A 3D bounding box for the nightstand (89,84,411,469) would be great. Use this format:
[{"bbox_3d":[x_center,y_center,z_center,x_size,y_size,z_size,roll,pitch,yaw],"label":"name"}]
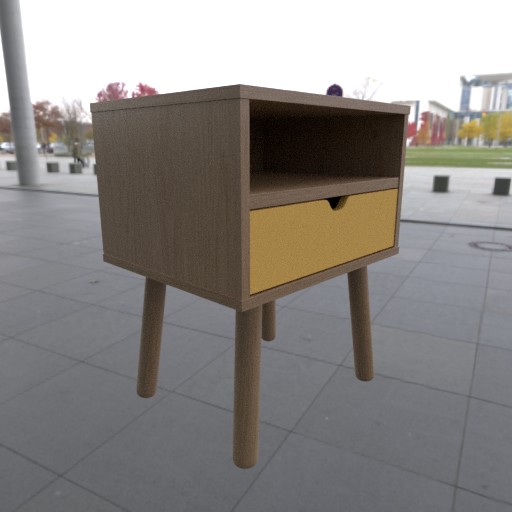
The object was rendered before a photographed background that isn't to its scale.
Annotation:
[{"bbox_3d":[0.000,0.000,0.880,0.380,0.571,0.450,13,20,42],"label":"nightstand"}]
